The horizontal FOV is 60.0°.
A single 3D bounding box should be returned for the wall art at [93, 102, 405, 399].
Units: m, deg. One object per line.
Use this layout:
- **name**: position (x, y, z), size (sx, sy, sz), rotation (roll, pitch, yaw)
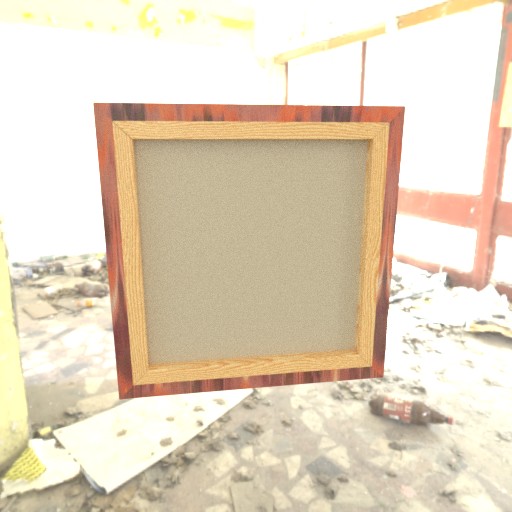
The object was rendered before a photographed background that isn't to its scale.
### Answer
- **wall art**: position (0.000, 0.000, 0.941), size (0.603, 0.609, 0.037), rotation (-2, 15, -8)
